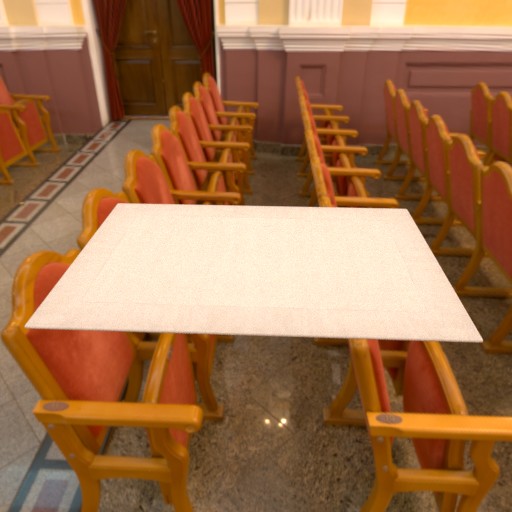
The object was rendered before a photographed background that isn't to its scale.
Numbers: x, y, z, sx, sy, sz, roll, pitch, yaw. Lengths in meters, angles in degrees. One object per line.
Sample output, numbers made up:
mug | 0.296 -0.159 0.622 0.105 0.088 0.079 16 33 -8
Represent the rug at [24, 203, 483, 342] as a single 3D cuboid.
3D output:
rug | 0.000 0.000 2.280 1.829 0.013 1.219 1 31 2
